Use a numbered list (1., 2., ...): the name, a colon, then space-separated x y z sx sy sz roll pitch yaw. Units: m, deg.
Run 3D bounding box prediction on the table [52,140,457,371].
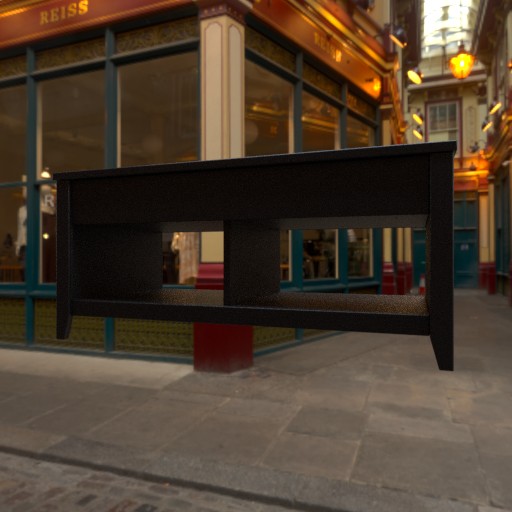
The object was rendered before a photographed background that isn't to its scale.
1. table: 0.000 0.000 1.270 1.016 0.457 0.483 0 0 20
